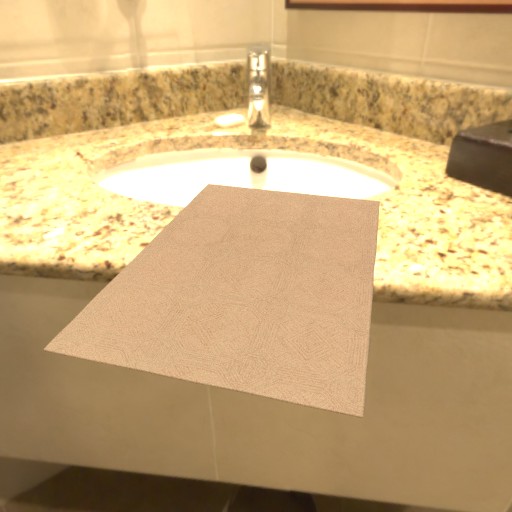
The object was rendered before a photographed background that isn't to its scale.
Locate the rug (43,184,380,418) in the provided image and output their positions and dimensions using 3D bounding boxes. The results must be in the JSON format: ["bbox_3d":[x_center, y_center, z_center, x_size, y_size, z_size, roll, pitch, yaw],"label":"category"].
[{"bbox_3d":[0.000,0.000,2.354,1.236,0.009,1.839,8,31,13],"label":"rug"}]
